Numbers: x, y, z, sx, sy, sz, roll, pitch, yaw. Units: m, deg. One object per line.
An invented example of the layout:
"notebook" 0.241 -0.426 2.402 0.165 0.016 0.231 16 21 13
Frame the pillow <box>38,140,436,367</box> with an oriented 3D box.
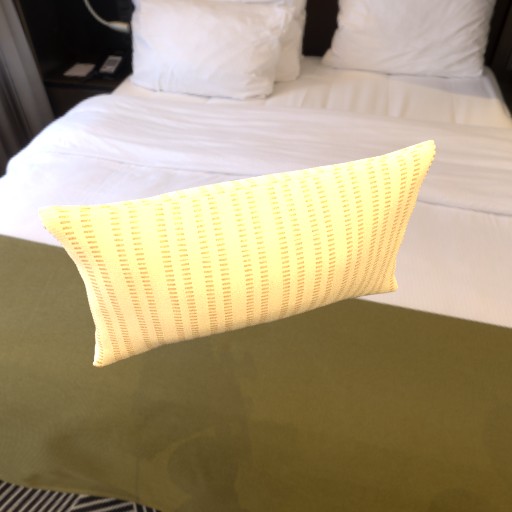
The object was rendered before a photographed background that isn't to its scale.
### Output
"pillow" 0.000 0.000 0.792 0.640 0.353 0.210 -12 43 -14
